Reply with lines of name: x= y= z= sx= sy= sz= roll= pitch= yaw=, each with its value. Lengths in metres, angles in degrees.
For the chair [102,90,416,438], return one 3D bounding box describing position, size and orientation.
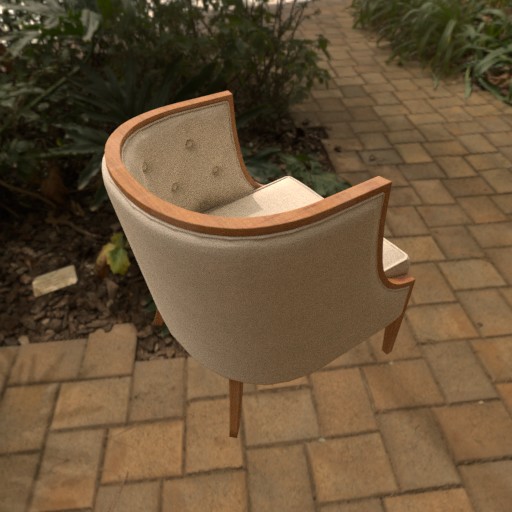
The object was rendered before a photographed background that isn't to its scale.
chair: x=0.000 y=0.000 z=1.384 sx=0.757 sy=0.775 sz=0.711 roll=-24 pitch=46 yaw=-26
